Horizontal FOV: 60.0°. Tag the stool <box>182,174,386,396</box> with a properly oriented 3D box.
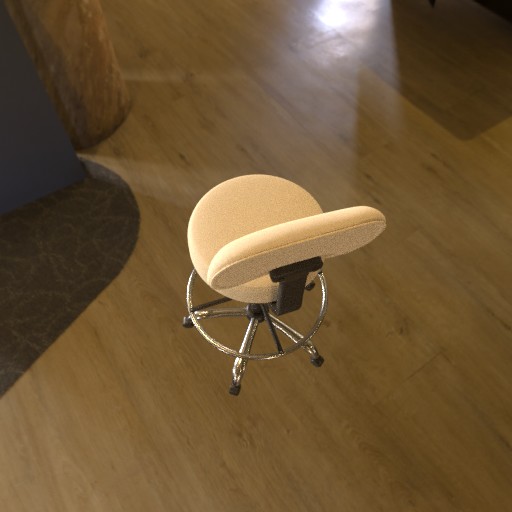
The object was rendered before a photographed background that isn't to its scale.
[{"bbox_3d":[0.000,0.000,1.449,0.609,1.080,0.616,-16,60,-10],"label":"stool"}]
